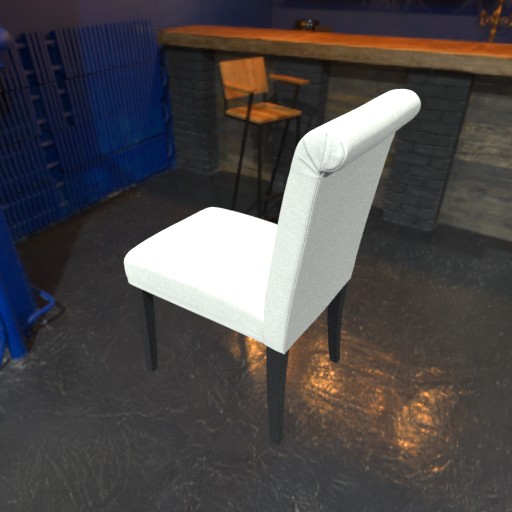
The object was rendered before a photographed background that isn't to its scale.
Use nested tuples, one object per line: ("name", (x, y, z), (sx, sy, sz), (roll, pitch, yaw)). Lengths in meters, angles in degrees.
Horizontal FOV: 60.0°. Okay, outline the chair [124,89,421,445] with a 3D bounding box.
("chair", (0.000, 0.000, 1.356), (0.708, 0.976, 0.452), (20, 37, 28))
